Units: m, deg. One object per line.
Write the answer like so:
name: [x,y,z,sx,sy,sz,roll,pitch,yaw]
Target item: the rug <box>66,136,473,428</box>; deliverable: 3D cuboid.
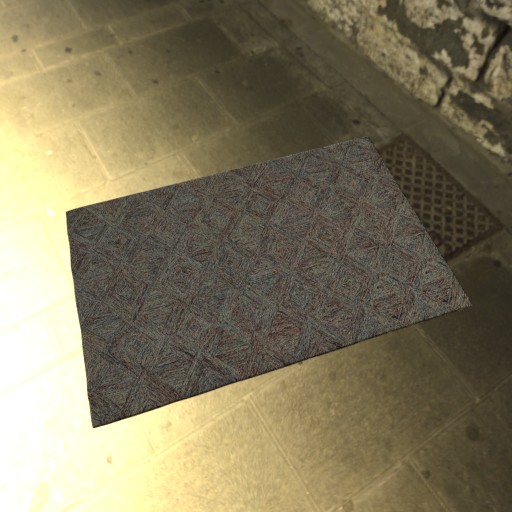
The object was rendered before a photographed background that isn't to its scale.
rug: [0.000,0.000,2.195,1.761,0.014,1.143,-16,61,-9]
